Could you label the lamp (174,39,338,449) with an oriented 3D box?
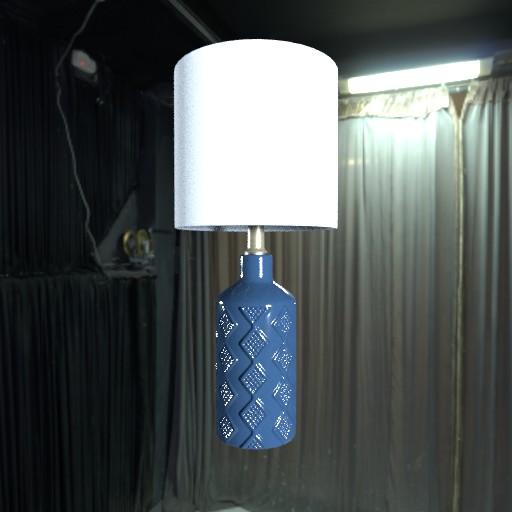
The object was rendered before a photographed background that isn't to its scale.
[{"bbox_3d":[0.000,0.000,0.574,0.207,0.461,0.207,0,1,16],"label":"lamp"}]
